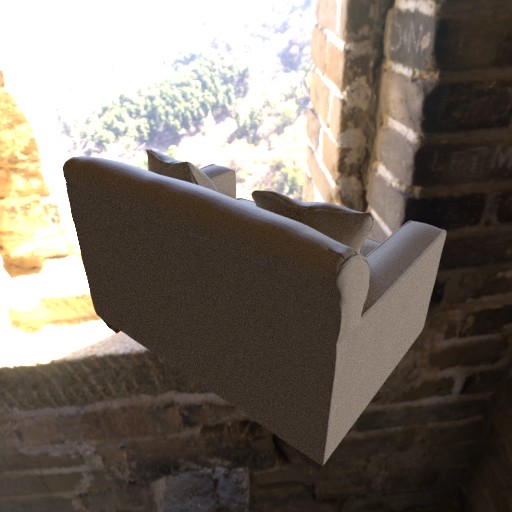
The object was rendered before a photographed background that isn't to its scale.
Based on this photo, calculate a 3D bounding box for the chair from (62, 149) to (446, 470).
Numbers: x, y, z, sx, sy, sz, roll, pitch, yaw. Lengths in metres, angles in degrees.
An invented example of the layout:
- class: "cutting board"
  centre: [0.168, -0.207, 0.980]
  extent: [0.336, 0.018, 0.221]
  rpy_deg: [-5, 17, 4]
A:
- class: "chair"
  centre: [0.000, 0.000, 2.043]
  extent: [1.383, 0.948, 1.000]
  rpy_deg: [22, 37, 33]
